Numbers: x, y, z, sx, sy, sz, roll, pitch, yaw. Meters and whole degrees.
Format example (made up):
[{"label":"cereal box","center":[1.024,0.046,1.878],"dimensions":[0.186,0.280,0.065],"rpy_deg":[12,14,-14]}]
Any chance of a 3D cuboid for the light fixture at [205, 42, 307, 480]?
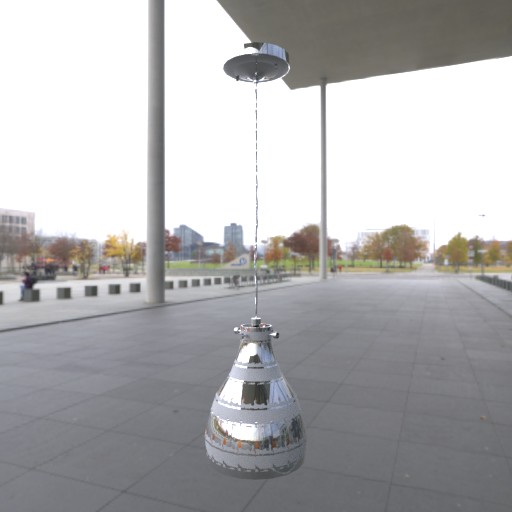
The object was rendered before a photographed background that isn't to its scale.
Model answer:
[{"label":"light fixture","center":[0.000,0.000,1.627],"dimensions":[0.374,1.457,0.374],"rpy_deg":[-1,-1,37]}]
